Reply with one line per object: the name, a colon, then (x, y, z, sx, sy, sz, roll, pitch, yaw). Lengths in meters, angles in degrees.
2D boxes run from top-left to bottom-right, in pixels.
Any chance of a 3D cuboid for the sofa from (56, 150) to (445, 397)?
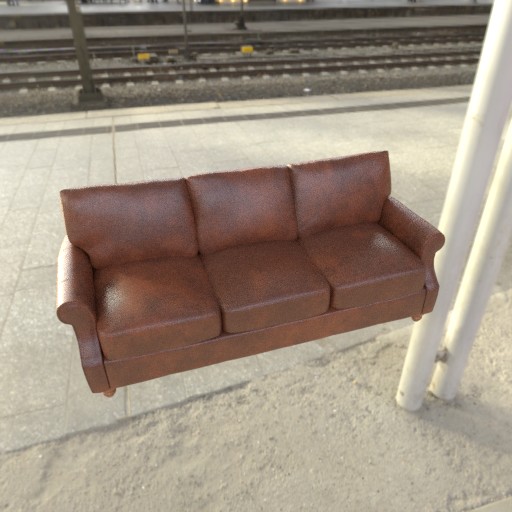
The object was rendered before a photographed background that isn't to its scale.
sofa: (0.000, 0.000, 2.840, 2.351, 0.977, 0.973, -10, 33, -16)
